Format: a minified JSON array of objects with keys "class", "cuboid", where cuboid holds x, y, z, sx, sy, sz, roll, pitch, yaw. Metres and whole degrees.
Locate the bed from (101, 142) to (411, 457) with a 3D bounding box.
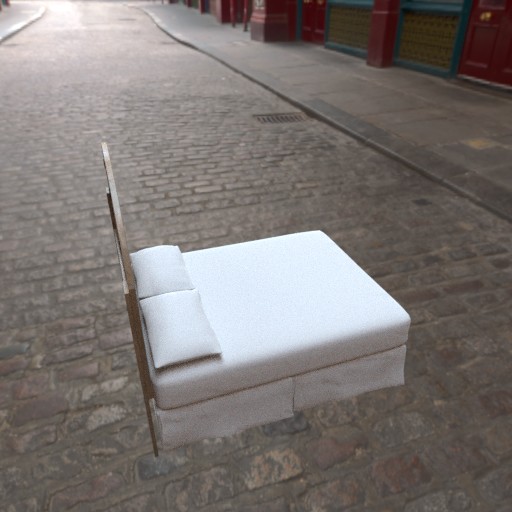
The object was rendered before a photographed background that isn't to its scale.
[{"class":"bed","cuboid":[0.000,0.000,3.596,2.112,2.002,1.713,-10,33,-17]}]
